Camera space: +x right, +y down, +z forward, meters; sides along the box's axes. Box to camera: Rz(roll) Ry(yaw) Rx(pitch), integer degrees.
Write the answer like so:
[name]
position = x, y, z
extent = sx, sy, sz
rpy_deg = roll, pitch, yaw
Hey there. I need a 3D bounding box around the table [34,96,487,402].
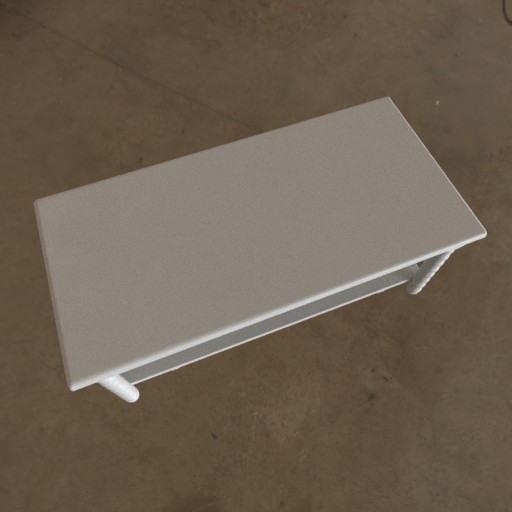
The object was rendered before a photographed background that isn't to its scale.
[table]
position = 0.000, 0.000, 1.473
extent = 1.171, 0.487, 0.580
rpy_deg = -19, 64, -10
